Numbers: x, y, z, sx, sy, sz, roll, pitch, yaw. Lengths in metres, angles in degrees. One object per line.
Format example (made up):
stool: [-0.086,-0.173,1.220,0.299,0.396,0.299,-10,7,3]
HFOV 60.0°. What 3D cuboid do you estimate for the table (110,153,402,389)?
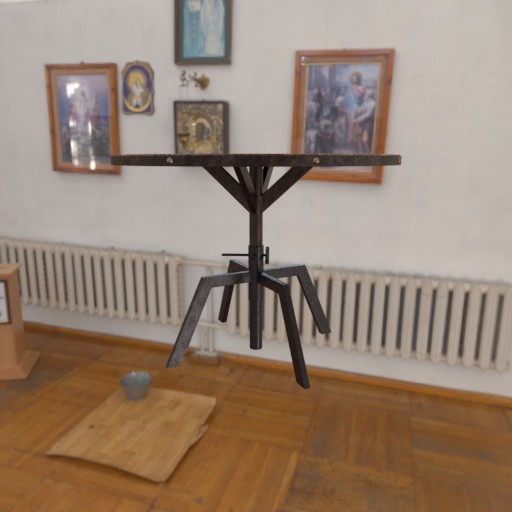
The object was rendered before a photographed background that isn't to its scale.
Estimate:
table: [0.000,0.000,1.483,0.885,0.658,0.885,0,12,0]
